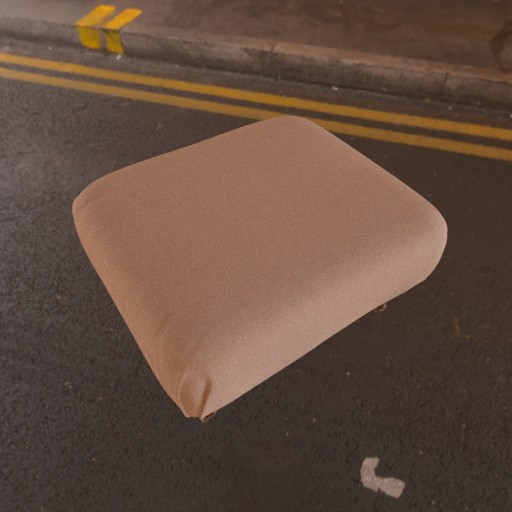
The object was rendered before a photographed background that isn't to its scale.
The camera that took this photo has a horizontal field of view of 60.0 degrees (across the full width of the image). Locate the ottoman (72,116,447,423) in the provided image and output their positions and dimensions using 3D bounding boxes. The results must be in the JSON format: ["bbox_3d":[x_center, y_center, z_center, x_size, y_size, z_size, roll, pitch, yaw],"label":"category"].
[{"bbox_3d":[0.000,0.000,1.163,0.746,0.450,0.639,-26,52,-23],"label":"ottoman"}]
